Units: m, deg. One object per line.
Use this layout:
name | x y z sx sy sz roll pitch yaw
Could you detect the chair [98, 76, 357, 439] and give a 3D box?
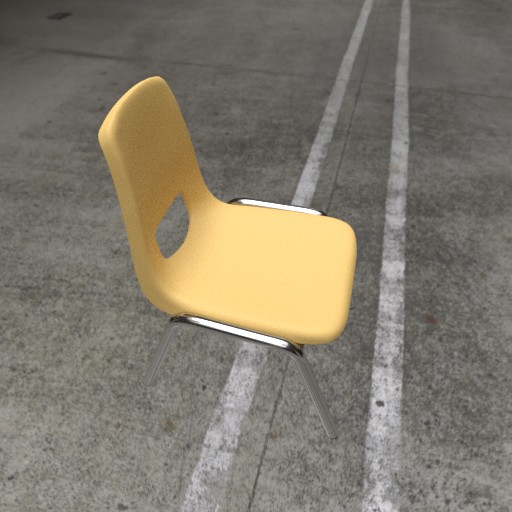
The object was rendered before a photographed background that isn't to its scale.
chair | 0.000 0.000 0.822 0.423 0.586 0.354 11 46 10
